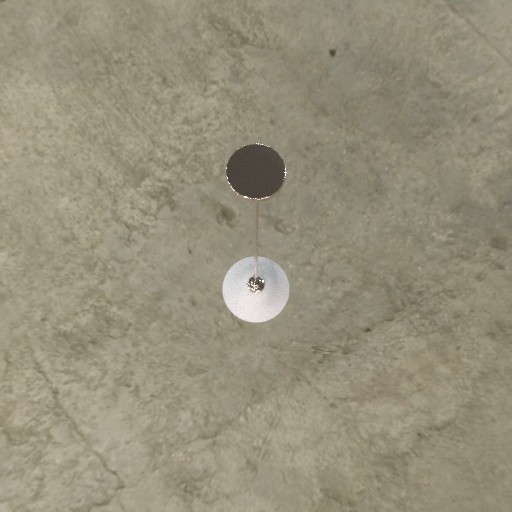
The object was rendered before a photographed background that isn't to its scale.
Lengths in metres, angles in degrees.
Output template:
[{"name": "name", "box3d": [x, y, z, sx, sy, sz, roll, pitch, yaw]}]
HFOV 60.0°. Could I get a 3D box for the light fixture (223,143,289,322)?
[{"name": "light fixture", "box3d": [0.000, 0.000, 1.487, 0.324, 1.354, 0.324, -6, 76, -1]}]
